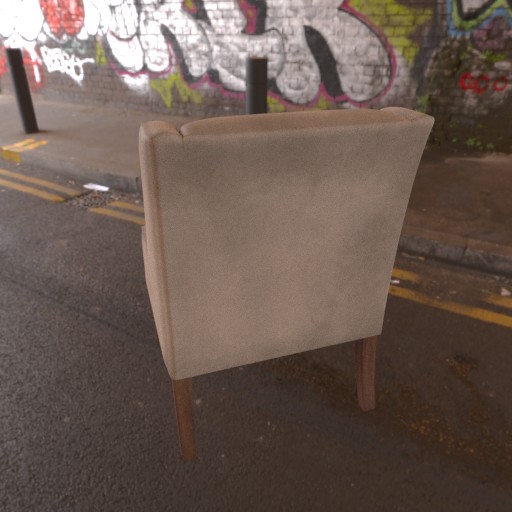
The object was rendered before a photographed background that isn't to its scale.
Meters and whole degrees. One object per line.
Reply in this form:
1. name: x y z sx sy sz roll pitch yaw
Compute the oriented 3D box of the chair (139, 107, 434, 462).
1. chair: 0.000 0.000 1.317 0.629 0.895 0.629 -9 29 -16
